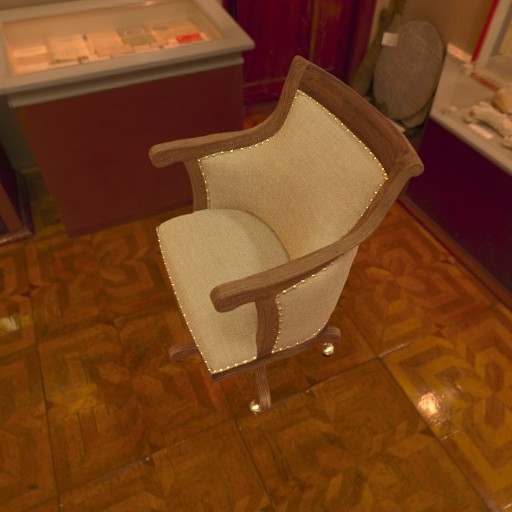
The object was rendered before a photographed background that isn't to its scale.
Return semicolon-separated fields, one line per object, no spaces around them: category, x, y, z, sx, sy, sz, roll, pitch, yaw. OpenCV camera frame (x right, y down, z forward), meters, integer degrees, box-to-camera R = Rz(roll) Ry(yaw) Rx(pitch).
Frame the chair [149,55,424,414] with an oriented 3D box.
chair;0.000;0.000;1.429;0.689;0.965;0.656;-17;49;-15
